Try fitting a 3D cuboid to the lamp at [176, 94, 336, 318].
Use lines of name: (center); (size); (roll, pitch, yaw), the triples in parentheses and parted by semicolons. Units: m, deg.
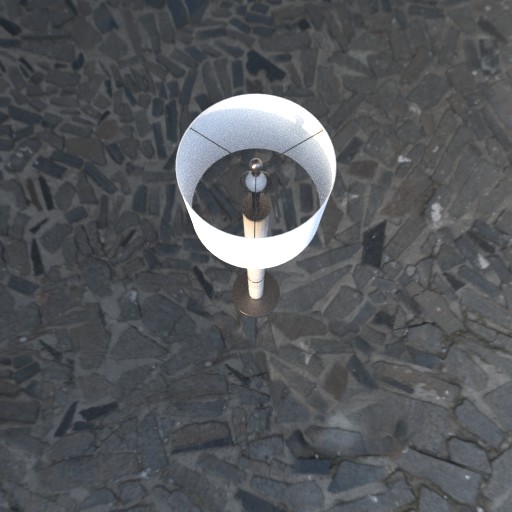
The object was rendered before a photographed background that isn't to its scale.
lamp: (0.000, 0.000, 1.797); (0.377, 1.599, 0.377); (1, 74, 0)
